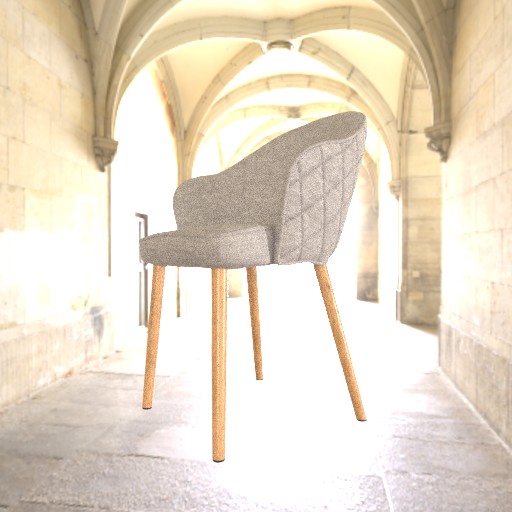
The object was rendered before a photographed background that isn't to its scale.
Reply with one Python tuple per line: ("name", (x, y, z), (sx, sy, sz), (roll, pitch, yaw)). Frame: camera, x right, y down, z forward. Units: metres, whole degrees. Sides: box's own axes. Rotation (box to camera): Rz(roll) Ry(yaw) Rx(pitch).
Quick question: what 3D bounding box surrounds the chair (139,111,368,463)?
("chair", (0.000, 0.000, 1.147), (0.530, 0.800, 0.540), (0, 1, -36))
